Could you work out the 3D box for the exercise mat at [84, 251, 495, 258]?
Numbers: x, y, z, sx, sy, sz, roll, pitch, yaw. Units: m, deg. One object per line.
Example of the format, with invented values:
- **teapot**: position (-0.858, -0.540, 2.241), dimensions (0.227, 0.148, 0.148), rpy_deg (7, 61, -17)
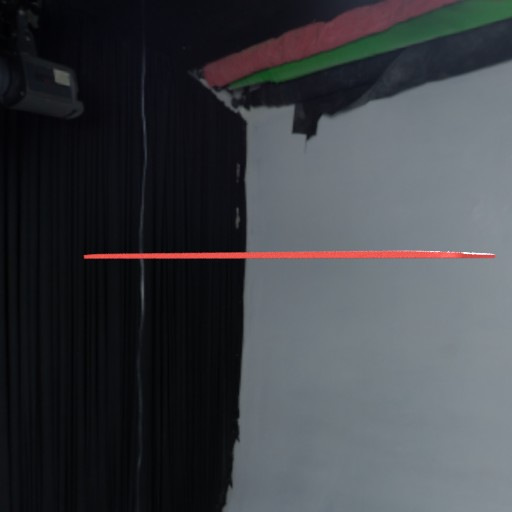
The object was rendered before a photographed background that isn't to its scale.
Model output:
- **exercise mat**: position (0.000, 0.000, 2.015), dimensions (1.869, 0.021, 0.616), rpy_deg (0, 0, 37)
